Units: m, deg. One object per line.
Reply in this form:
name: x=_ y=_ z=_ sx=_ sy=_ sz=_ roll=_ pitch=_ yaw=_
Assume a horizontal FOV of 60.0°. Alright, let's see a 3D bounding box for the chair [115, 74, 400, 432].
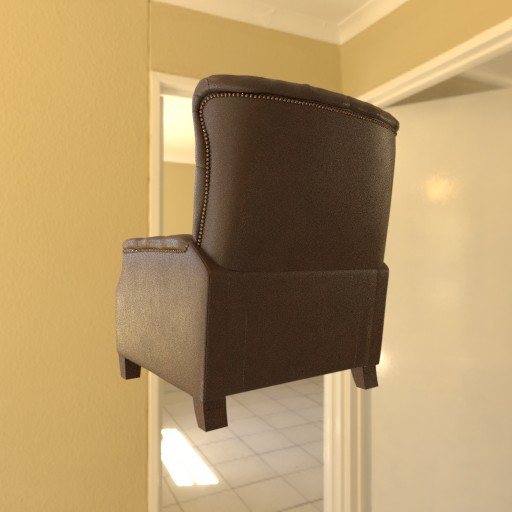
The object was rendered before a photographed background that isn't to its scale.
chair: x=0.000 y=0.000 z=1.477 sx=0.709 sy=0.864 sz=0.823 roll=0 pitch=0 yaw=-36
